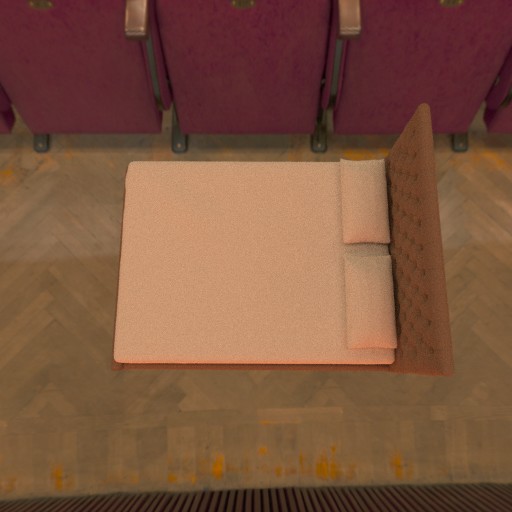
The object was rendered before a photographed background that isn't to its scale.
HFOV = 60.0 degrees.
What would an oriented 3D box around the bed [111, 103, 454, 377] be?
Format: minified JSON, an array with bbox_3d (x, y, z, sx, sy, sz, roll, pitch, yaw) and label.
[{"bbox_3d":[0.000,0.000,3.311,2.233,1.426,1.696,0,77,0],"label":"bed"}]
